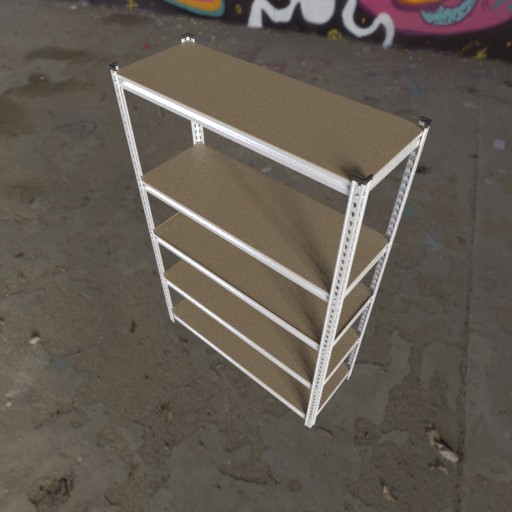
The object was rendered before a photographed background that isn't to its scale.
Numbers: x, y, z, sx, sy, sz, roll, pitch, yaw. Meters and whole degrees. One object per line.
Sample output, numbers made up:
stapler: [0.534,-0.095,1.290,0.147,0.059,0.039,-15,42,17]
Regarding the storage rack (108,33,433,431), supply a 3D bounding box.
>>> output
storage rack: [0.000,0.000,2.342,1.219,1.829,0.457,31,54,26]
